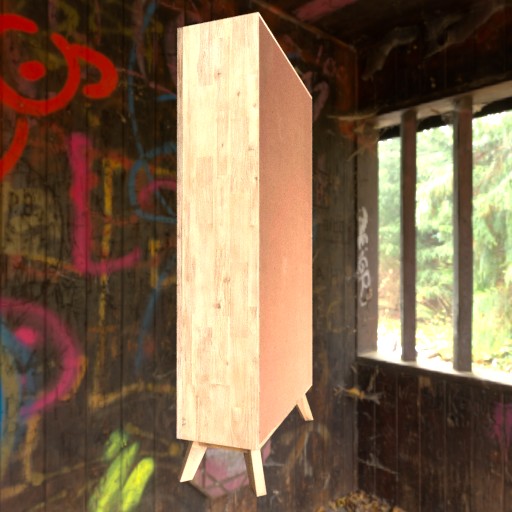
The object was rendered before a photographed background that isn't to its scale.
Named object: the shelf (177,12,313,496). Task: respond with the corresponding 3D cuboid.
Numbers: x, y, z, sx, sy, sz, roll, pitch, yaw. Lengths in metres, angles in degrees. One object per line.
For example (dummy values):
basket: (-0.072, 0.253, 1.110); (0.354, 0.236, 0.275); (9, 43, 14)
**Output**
shelf: (0.000, 0.000, 1.735); (0.308, 1.471, 0.748); (0, -1, 20)
